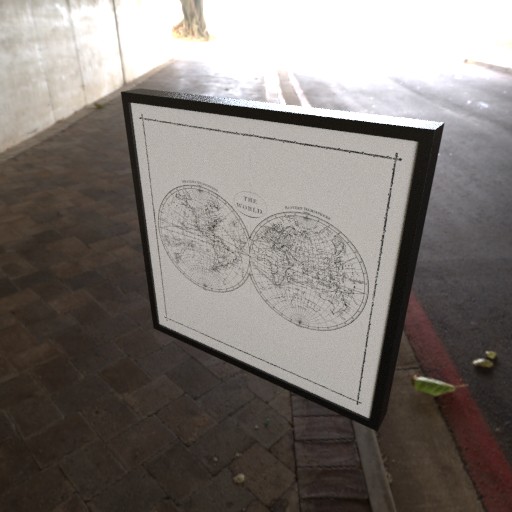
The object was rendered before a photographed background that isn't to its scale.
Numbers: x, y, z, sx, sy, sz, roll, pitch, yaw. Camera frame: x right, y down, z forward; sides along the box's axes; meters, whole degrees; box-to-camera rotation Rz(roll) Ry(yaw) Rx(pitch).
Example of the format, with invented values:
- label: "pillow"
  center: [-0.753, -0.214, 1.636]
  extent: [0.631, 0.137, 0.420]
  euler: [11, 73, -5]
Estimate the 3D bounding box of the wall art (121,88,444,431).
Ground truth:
- label: "wall art"
  center: [0.000, 0.000, 0.485]
  extent: [0.327, 0.318, 0.029]
  euler: [17, 33, 28]
